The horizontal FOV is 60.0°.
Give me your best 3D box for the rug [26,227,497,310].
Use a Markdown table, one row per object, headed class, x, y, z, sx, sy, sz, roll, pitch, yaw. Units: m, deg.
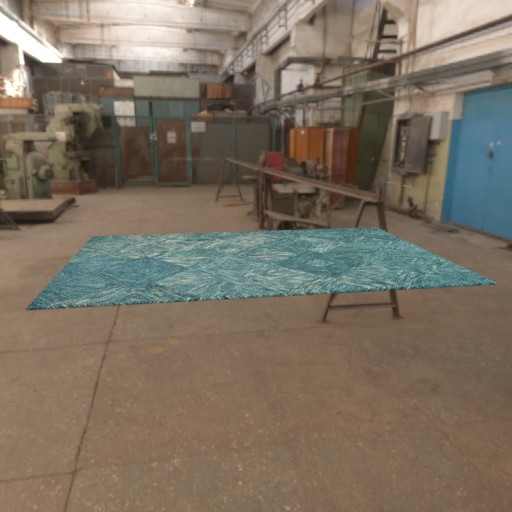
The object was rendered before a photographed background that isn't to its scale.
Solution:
| class | x | y | z | sx | sy | sz | roll | pitch | yaw |
| --- | --- | --- | --- | --- | --- | --- | --- | --- | --- |
| rug | 0.000 | 0.000 | 2.819 | 2.277 | 0.015 | 1.490 | -2 | 15 | -9 |
